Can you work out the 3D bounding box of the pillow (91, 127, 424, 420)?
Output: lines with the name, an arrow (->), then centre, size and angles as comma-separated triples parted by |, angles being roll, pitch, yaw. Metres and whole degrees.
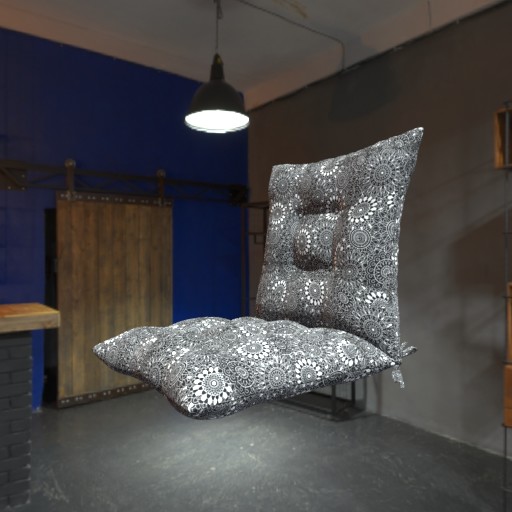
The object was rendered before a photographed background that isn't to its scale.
pillow -> 0.000, 0.000, 0.981 | 0.585, 0.536, 0.541 | 0, 1, -35
